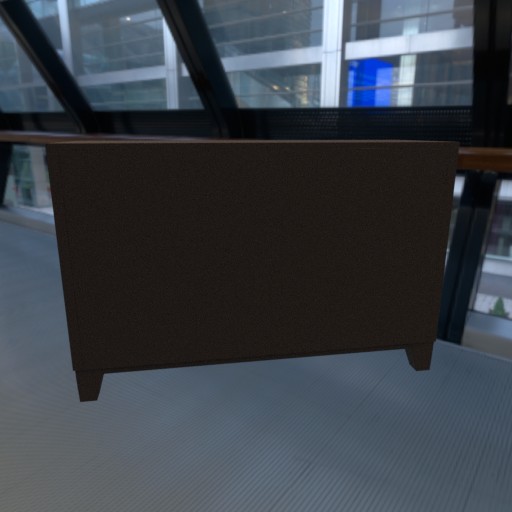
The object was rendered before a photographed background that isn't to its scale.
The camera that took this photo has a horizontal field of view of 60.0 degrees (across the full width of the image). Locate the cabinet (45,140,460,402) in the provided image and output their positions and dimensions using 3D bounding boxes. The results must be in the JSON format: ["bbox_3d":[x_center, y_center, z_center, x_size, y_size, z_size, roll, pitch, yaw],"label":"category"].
[{"bbox_3d":[0.000,0.000,1.824,1.396,0.914,0.482,-3,16,-9],"label":"cabinet"}]
